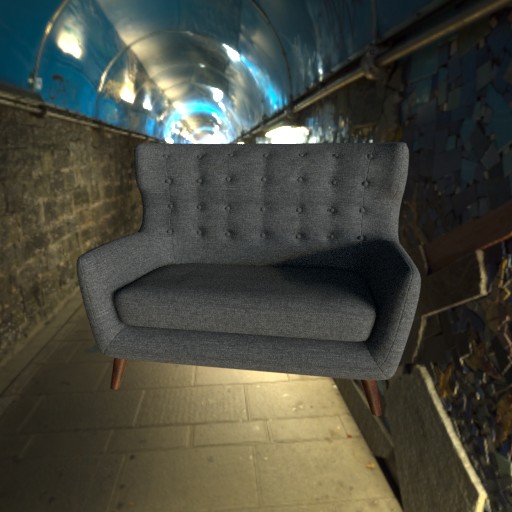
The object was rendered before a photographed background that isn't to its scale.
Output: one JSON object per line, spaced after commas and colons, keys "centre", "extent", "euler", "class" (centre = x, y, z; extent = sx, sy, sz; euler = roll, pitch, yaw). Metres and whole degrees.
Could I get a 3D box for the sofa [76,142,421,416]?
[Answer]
{"centre": [0.000, 0.000, 2.050], "extent": [1.358, 1.028, 0.874], "euler": [2, 13, 10], "class": "sofa"}
